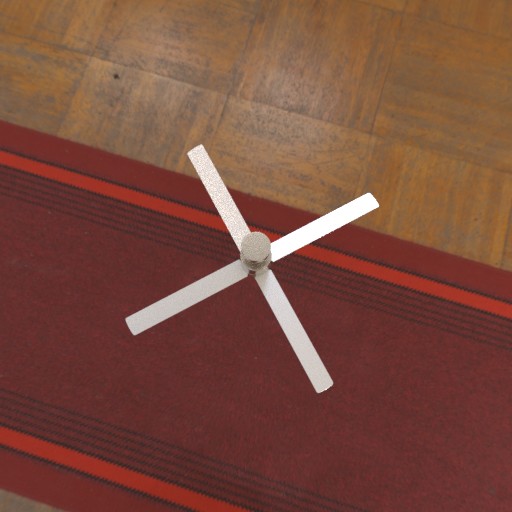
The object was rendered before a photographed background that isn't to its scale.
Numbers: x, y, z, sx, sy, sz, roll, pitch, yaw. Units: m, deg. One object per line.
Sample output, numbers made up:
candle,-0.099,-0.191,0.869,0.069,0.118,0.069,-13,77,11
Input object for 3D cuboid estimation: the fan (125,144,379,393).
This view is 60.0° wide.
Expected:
fan,0.000,0.000,1.996,1.322,0.355,1.322,-28,79,-6
